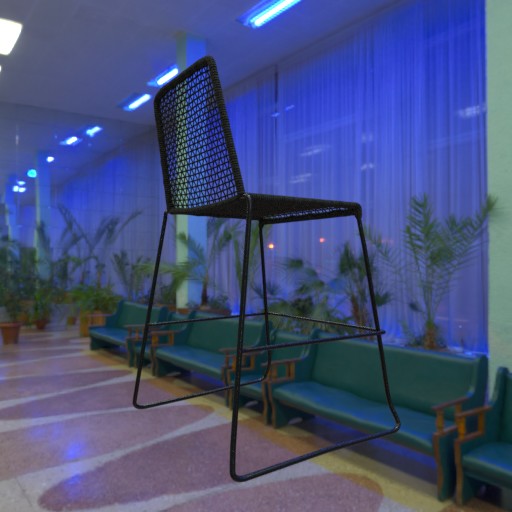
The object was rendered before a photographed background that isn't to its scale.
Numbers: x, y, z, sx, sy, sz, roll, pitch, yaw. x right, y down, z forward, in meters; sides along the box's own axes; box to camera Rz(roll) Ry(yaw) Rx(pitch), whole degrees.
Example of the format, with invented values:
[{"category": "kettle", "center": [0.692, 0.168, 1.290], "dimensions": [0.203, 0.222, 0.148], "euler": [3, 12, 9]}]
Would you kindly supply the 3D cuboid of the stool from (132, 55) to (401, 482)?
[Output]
[{"category": "stool", "center": [0.000, 0.000, 1.233], "dimensions": [0.509, 0.905, 0.590], "euler": [0, -1, -36]}]
